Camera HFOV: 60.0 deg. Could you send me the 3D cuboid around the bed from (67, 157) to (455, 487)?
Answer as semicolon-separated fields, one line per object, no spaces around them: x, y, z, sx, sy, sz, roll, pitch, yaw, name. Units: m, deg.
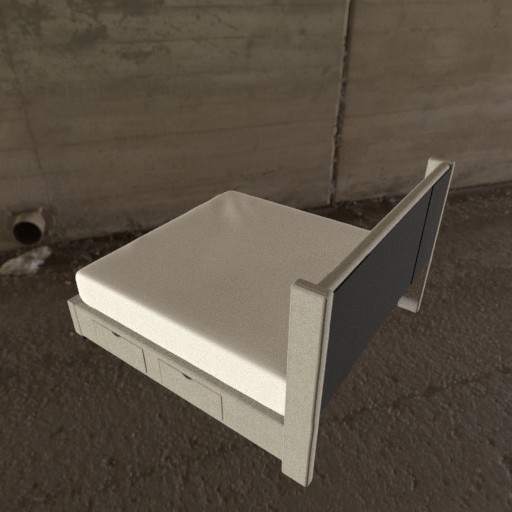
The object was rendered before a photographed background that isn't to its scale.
0.000;0.000;3.627;2.280;1.470;2.140;21;37;29;bed
